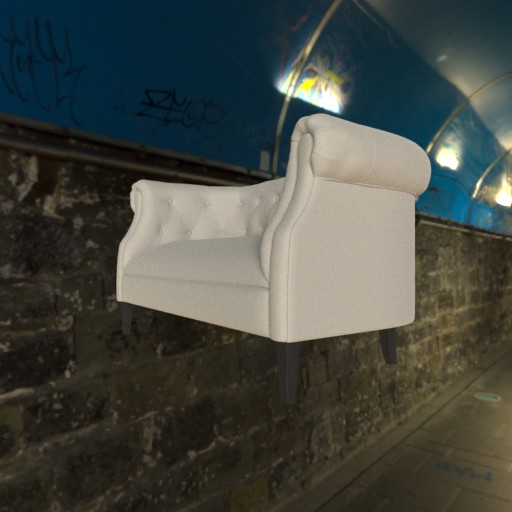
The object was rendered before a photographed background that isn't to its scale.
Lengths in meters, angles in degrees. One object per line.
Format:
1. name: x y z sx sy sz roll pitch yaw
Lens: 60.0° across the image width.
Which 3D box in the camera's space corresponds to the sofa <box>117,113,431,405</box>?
1. sofa: 0.000 0.000 2.003 0.835 0.827 1.558 0 0 -35
